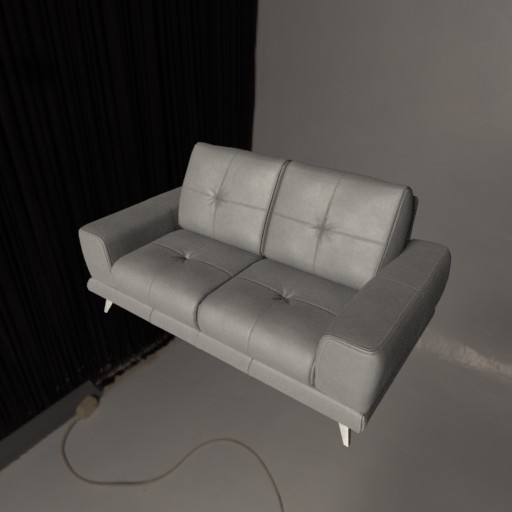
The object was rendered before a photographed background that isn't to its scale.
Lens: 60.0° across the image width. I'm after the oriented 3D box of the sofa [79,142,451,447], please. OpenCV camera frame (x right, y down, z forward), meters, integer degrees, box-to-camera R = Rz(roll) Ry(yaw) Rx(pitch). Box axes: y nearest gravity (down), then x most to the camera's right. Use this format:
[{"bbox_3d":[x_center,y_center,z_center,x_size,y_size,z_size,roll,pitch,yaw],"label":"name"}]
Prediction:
[{"bbox_3d":[0.000,0.000,2.401,1.806,0.907,1.018,20,35,31],"label":"sofa"}]
